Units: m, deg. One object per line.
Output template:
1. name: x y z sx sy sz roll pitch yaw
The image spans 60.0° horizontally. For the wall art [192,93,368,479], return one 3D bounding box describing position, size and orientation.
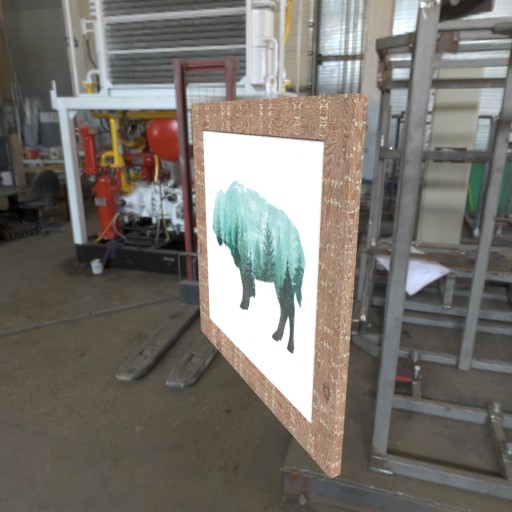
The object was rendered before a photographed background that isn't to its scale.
1. wall art: 0.000 0.000 0.573 0.022 0.380 0.380 -9 20 -26
